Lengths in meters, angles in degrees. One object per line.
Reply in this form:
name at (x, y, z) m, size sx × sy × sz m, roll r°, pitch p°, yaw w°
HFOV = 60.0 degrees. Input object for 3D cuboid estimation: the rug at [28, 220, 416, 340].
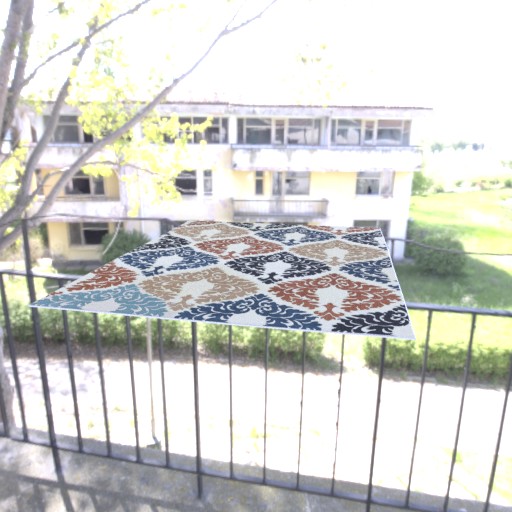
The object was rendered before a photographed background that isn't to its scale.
rug at (0.000, 0.000, 4.079) m, size 2.423 × 0.014 × 3.040 m, roll 3°, pitch 16°, yaw 11°
